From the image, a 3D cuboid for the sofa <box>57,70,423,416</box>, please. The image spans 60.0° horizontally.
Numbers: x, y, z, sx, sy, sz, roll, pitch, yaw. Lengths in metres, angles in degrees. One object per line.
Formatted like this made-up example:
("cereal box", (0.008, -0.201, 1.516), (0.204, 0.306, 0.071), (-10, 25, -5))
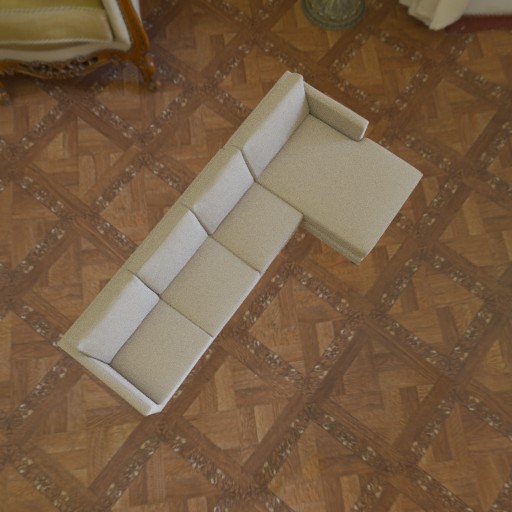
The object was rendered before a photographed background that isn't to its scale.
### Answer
("sofa", (0.000, 0.000, 3.963), (1.625, 0.861, 3.186), (35, 78, 9))
